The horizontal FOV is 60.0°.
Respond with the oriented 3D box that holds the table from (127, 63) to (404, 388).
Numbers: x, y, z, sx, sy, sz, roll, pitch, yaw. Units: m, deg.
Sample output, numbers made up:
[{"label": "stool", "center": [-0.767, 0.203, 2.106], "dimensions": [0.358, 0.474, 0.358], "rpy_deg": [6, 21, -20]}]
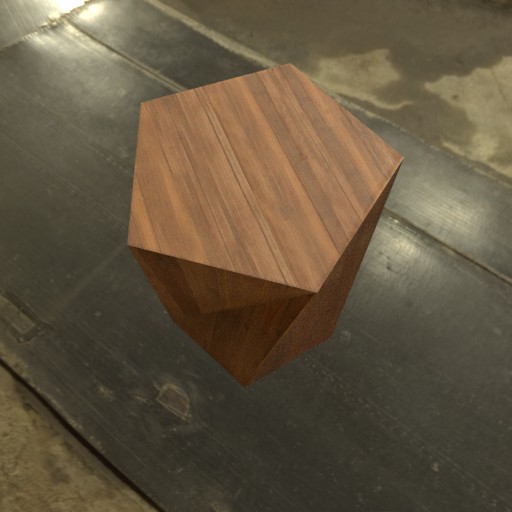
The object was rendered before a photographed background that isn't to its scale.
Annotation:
[{"label": "table", "center": [0.000, 0.000, 0.924], "dimensions": [0.441, 0.604, 0.425], "rpy_deg": [-1, 63, 0]}]
